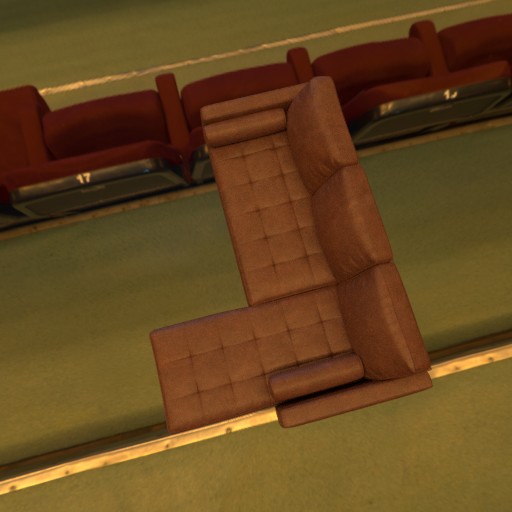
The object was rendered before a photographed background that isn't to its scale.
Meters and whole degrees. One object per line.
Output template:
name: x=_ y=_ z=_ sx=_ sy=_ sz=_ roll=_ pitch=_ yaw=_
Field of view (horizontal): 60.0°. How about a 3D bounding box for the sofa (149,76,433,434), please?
sofa: x=0.000 y=0.000 z=2.967 sx=1.613 sy=0.841 sz=2.185 roll=-14 pitch=76 yaw=-4
